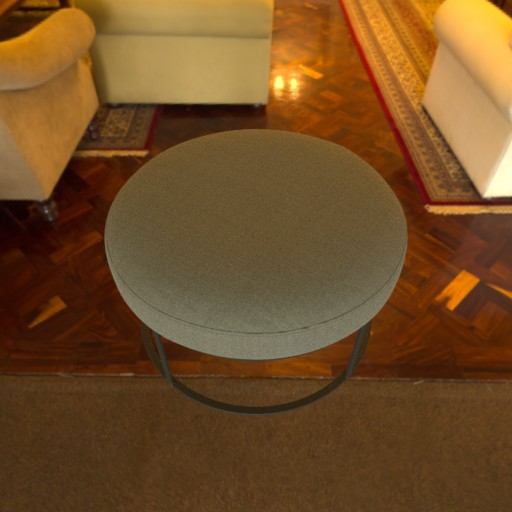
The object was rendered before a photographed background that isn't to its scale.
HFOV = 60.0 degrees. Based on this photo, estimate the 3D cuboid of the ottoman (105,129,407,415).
[{"bbox_3d":[0.000,0.000,1.259,0.772,0.460,0.772,0,47,0],"label":"ottoman"}]
